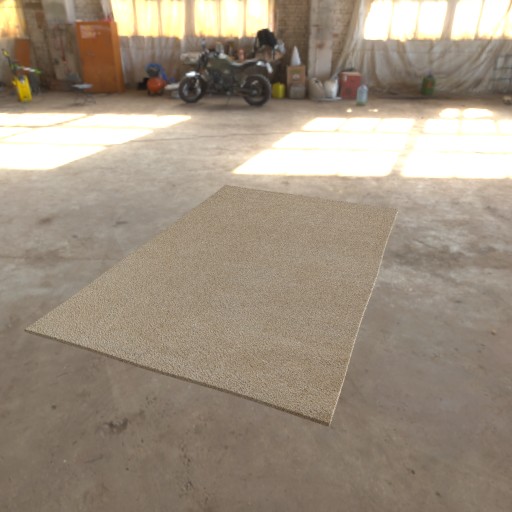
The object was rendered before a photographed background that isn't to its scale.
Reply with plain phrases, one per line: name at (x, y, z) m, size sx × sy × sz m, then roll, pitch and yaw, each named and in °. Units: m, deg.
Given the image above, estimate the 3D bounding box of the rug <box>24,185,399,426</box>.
rug at (0.000, 0.000, 3.369) m, size 1.800 × 0.025 × 2.699 m, roll 11°, pitch 30°, yaw 19°
